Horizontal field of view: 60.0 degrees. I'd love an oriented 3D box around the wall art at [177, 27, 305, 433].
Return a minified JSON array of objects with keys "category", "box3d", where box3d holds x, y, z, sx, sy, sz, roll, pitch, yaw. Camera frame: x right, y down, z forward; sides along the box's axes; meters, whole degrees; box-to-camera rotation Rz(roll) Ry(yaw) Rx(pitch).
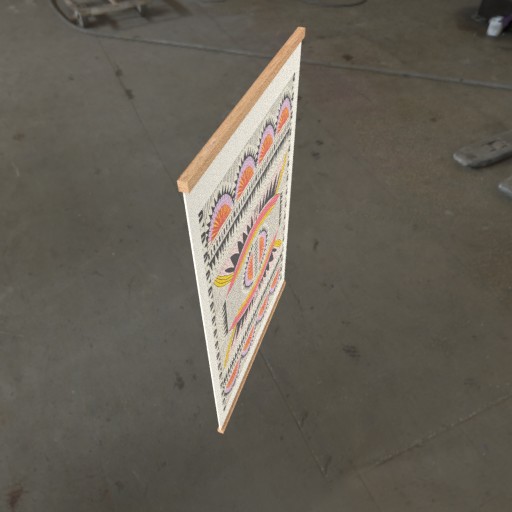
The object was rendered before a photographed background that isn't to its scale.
[{"category":"wall art","box3d":[0.000,0.000,1.921,0.028,1.533,0.999,15,49,14]}]
